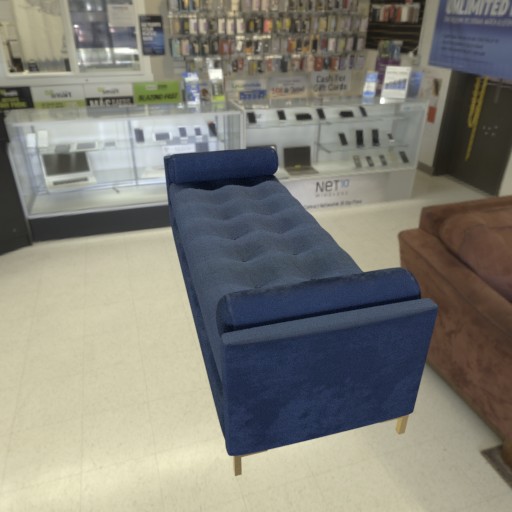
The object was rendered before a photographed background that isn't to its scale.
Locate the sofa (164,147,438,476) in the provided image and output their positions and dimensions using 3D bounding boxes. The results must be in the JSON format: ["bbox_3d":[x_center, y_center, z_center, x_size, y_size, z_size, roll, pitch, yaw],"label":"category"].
[{"bbox_3d":[0.000,0.000,2.466,0.796,0.705,2.102,-8,30,-13],"label":"sofa"}]
